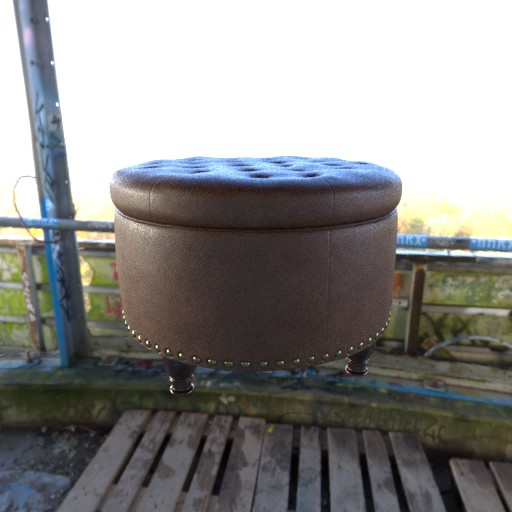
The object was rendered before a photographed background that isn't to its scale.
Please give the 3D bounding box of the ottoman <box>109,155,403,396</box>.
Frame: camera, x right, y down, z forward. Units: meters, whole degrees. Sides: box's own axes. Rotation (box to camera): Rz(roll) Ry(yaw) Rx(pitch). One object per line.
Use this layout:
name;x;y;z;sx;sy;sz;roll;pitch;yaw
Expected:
ottoman;0.000;0.000;1.059;0.637;0.442;0.637;0;16;0
